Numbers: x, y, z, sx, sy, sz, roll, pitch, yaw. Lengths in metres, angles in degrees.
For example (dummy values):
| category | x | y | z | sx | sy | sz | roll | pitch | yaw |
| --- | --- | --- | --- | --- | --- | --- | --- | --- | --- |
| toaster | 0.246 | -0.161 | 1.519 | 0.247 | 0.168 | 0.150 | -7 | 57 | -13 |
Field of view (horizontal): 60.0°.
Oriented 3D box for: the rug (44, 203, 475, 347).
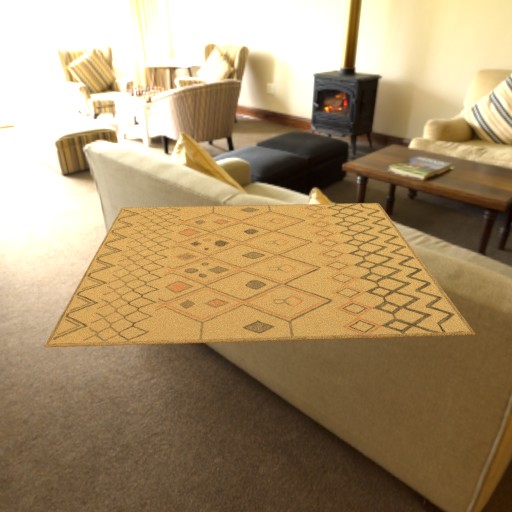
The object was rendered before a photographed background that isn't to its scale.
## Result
| category | x | y | z | sx | sy | sz | roll | pitch | yaw |
| --- | --- | --- | --- | --- | --- | --- | --- | --- | --- |
| rug | 0.000 | 0.000 | 4.188 | 3.050 | 0.016 | 2.441 | -1 | 29 | -2 |
